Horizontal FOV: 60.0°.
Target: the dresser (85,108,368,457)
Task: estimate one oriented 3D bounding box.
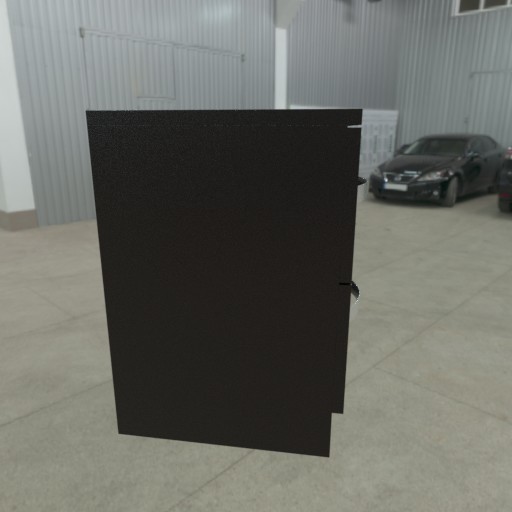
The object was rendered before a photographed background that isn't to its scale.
[{"bbox_3d":[0.000,0.000,0.772,0.360,0.470,0.400,3,16,9],"label":"dresser"}]
